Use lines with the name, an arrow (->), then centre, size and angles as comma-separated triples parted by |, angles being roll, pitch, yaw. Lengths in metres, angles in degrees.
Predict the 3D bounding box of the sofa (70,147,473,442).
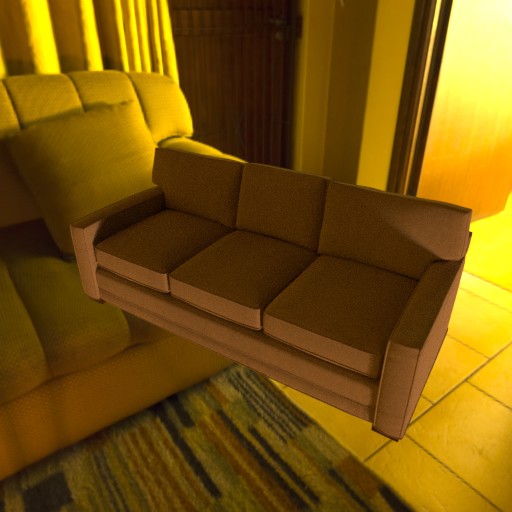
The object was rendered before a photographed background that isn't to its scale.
sofa -> 0.000, 0.000, 2.558 | 2.093, 0.862, 0.936 | 17, 34, 28
